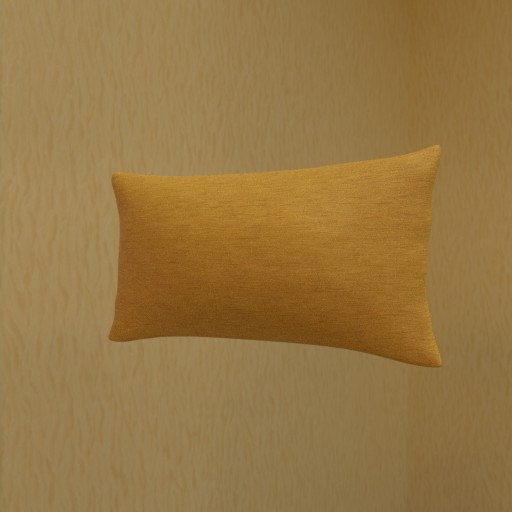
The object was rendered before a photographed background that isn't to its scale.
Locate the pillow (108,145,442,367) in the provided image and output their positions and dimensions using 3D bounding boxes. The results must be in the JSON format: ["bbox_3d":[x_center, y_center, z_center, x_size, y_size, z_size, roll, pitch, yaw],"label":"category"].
[{"bbox_3d":[0.000,0.000,0.818,0.634,0.354,0.210,0,0,20],"label":"pillow"}]
